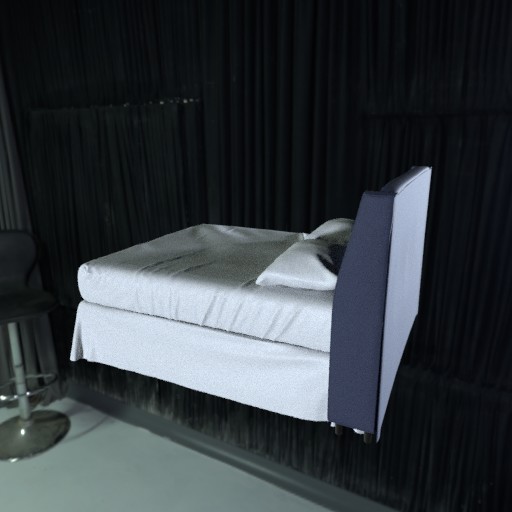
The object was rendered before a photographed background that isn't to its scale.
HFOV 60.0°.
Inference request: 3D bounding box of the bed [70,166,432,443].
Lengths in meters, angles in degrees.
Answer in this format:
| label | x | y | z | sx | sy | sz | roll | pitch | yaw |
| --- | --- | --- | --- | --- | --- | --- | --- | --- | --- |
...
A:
| label | x | y | z | sx | sy | sz | roll | pitch | yaw |
| --- | --- | --- | --- | --- | --- | --- | --- | --- | --- |
| bed | 0.000 | 0.000 | 3.393 | 2.276 | 1.332 | 1.925 | 7 | 17 | 24 |
